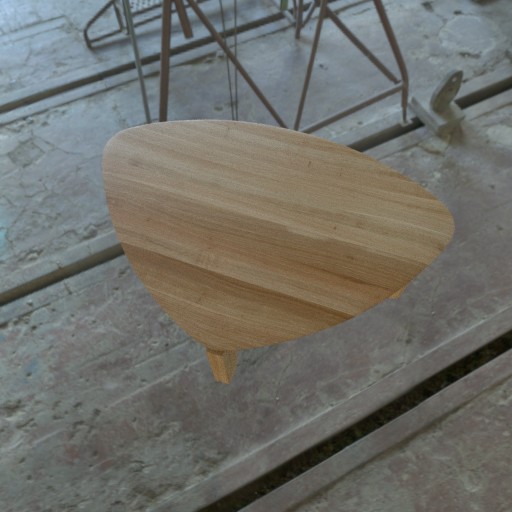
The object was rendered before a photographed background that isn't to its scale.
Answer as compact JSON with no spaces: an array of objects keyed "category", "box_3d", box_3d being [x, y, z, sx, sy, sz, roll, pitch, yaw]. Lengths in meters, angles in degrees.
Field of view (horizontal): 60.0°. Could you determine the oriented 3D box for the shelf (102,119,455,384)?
[{"category":"shelf","box_3d":[0.000,0.000,1.636,1.240,0.439,0.863,15,63,8]}]
